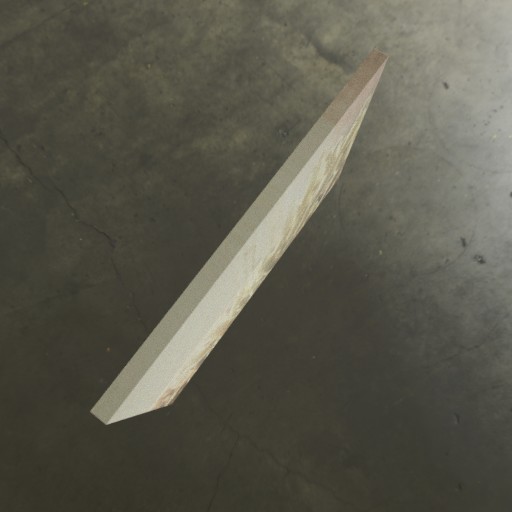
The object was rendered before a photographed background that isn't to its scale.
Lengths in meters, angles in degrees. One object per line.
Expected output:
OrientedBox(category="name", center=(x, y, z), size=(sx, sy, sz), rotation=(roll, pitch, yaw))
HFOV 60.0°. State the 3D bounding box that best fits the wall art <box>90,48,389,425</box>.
OrientedBox(category="wall art", center=(0.000, 0.000, 1.145), size=(0.040, 0.608, 0.916), rotation=(35, 77, 9))
